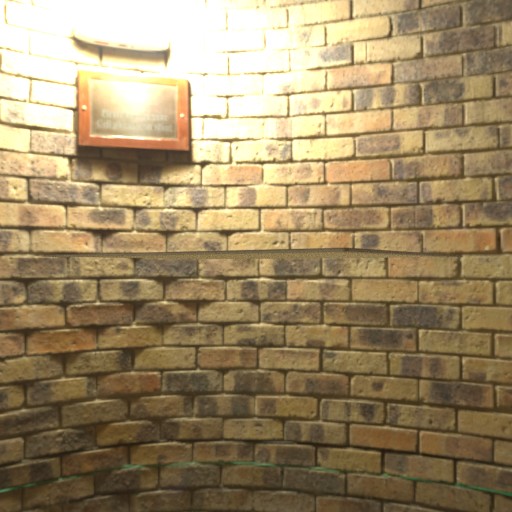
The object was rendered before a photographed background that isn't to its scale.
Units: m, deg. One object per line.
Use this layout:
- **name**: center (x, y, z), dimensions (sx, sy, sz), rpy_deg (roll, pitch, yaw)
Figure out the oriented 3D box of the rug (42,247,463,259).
- **rug**: center (0.000, 0.000, 4.028), dimensions (2.976, 0.018, 2.430), rpy_deg (-1, -1, 37)
